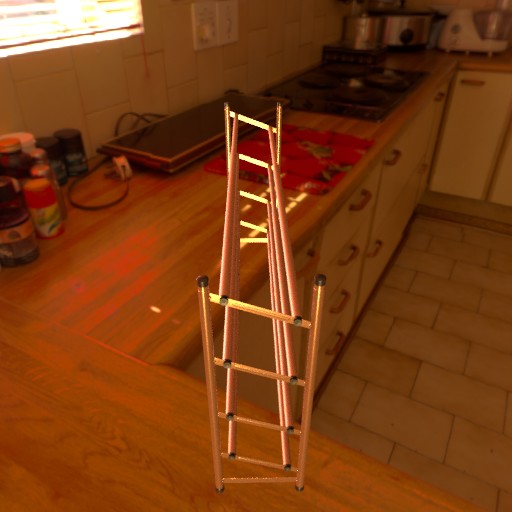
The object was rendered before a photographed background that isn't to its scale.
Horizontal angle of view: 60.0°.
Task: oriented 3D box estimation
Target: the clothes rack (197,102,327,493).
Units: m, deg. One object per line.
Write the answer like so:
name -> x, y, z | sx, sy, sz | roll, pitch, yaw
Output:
clothes rack -> 0.000, 0.000, 1.430 | 0.229, 0.672, 1.168 | -1, 34, -1
